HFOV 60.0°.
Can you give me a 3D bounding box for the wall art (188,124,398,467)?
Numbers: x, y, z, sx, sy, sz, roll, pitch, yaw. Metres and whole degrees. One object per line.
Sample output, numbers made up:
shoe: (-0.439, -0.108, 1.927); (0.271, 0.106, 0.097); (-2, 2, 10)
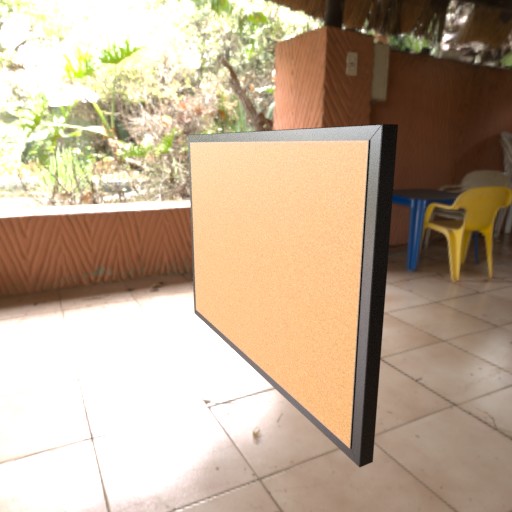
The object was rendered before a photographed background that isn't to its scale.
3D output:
wall art: (0.000, 0.000, 0.846); (0.027, 0.458, 0.657); (-7, 16, -27)
